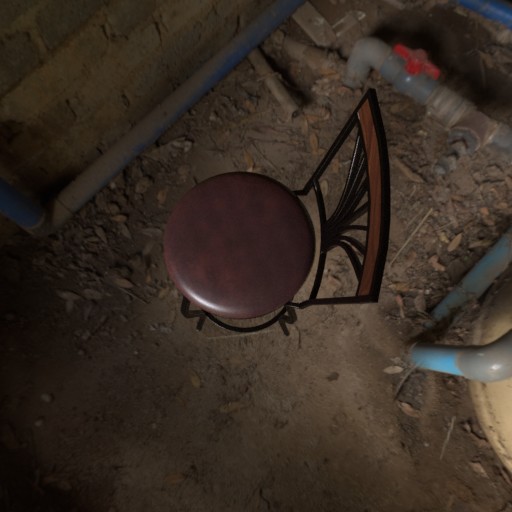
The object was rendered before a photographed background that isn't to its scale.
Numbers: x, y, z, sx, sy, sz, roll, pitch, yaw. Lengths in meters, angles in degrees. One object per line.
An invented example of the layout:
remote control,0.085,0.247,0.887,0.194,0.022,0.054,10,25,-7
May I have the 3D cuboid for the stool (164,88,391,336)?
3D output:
stool,0.000,0.000,1.376,0.514,1.117,0.433,3,75,1
